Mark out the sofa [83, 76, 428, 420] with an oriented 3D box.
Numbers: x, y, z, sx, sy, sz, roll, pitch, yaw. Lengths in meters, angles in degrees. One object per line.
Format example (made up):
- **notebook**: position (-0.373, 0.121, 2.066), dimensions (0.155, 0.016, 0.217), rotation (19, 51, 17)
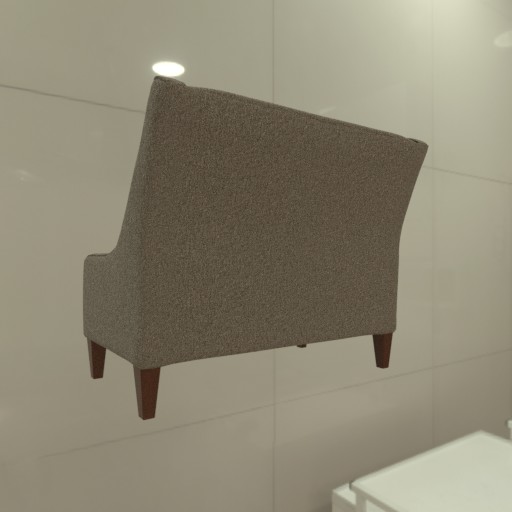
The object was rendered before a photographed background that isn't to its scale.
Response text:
- **sofa**: position (0.000, 0.000, 1.897), dimensions (1.242, 1.026, 0.862), rotation (0, 0, -35)
